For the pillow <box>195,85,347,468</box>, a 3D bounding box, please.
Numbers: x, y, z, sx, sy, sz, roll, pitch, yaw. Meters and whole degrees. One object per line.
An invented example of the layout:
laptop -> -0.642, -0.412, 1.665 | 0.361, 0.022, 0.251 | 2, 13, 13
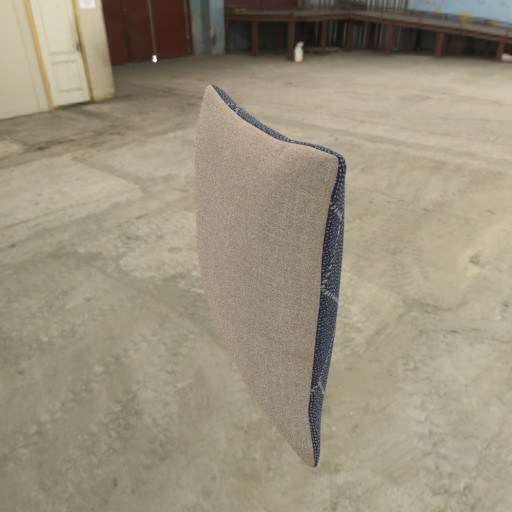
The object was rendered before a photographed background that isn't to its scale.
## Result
pillow -> 0.000, 0.000, 0.664 | 0.148, 0.428, 0.435 | -10, 31, -17
